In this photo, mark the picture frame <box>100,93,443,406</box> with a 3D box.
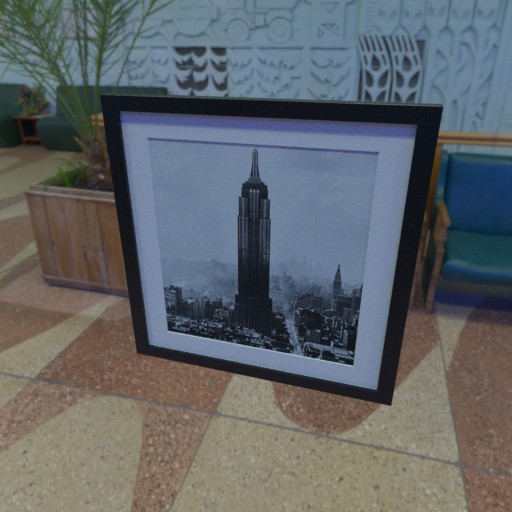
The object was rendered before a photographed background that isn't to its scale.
[{"bbox_3d":[0.000,0.000,0.828,0.559,0.557,0.029,7,27,15],"label":"picture frame"}]
